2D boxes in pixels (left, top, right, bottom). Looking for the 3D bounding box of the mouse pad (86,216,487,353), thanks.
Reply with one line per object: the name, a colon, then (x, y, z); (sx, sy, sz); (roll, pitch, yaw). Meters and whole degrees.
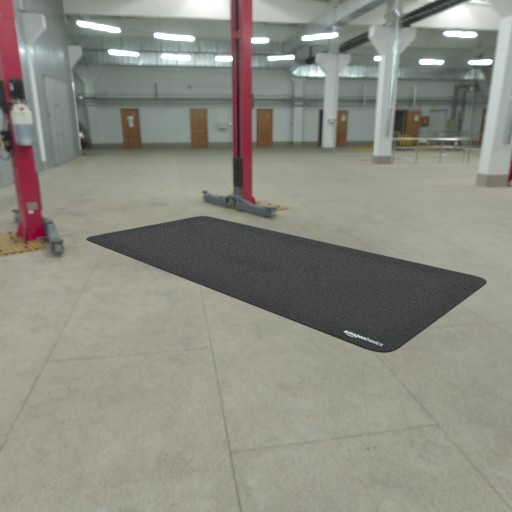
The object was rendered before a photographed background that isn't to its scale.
mouse pad: (0.000, 0.000, 1.048); (0.907, 0.003, 0.424); (16, 23, 42)
